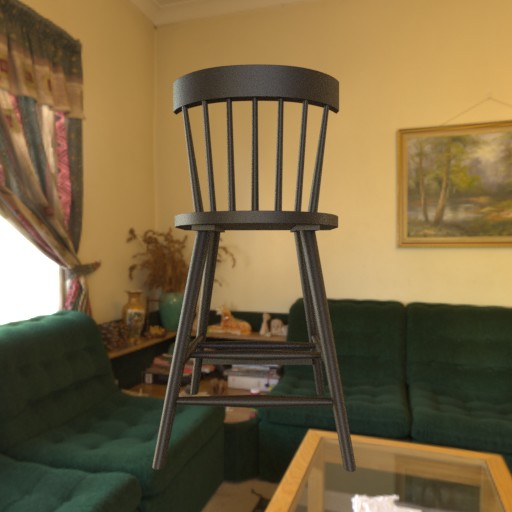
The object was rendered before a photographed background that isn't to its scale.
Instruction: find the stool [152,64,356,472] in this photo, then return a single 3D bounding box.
[{"bbox_3d":[0.000,0.000,1.257,0.494,0.953,0.549,0,1,1],"label":"stool"}]
